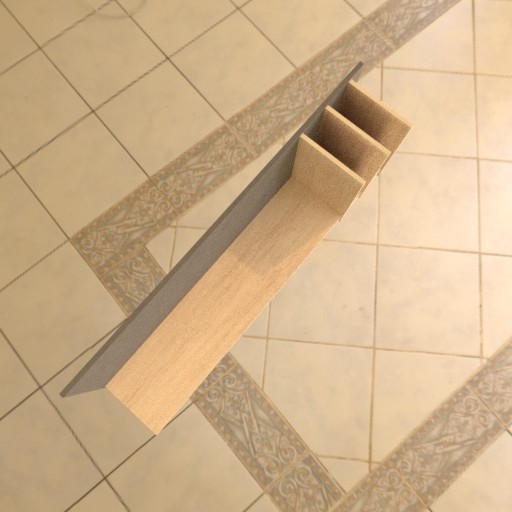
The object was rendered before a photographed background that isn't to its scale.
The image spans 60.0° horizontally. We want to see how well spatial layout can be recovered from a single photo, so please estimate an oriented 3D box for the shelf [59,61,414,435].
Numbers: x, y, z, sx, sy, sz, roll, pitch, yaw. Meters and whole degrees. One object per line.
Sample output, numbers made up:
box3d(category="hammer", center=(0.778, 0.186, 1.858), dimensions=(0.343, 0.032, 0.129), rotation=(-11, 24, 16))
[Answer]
box3d(category="shelf", center=(0.000, 0.000, 1.129), dimensions=(0.200, 0.300, 1.020), rotation=(40, 81, 8))
